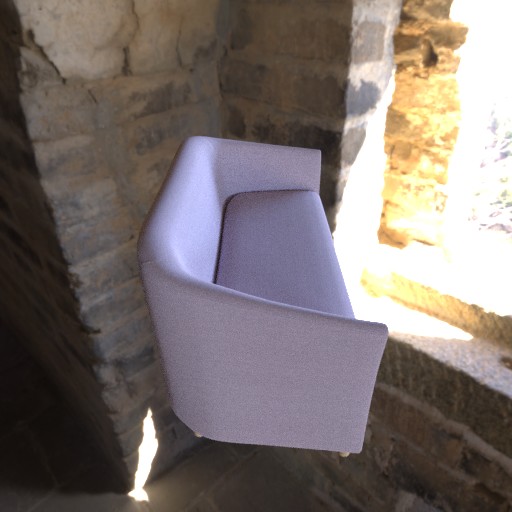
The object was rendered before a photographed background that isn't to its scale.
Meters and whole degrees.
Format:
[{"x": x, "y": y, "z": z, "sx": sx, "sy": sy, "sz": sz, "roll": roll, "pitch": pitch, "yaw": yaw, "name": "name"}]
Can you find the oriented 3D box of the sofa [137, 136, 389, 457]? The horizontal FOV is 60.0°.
[{"x": 0.000, "y": 0.000, "z": 1.865, "sx": 0.705, "sy": 0.721, "sz": 1.452, "roll": 0, "pitch": 32, "yaw": 0, "name": "sofa"}]
